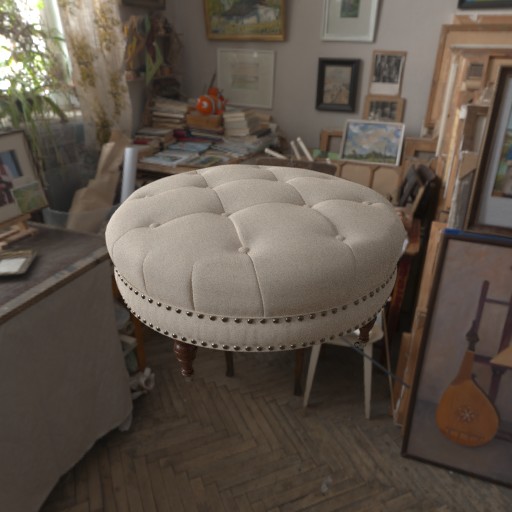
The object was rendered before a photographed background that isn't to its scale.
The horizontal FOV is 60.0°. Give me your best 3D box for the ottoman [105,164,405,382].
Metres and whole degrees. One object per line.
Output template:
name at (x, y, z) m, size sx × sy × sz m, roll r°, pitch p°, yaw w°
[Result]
ottoman at (0.000, 0.000, 1.504) m, size 0.940 × 0.483 × 0.940 m, roll 0°, pitch 26°, yaw 0°
